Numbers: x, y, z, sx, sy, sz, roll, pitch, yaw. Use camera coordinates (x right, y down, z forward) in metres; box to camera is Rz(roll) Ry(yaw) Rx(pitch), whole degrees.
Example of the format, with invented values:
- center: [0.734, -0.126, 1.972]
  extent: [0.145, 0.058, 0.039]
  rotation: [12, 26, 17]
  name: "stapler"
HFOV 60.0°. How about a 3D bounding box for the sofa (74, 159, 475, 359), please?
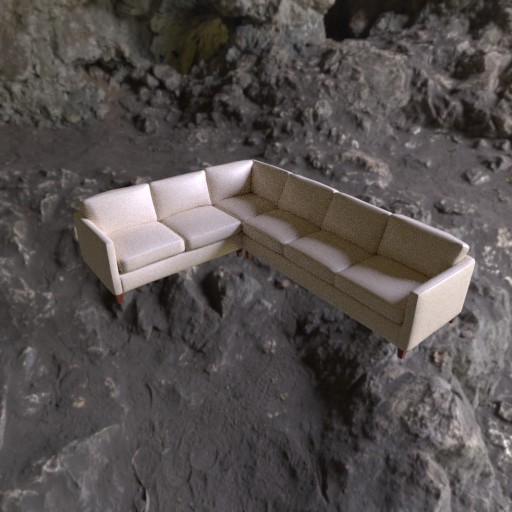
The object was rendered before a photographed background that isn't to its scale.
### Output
- center: [0.000, 0.000, 4.546]
  extent: [2.593, 0.947, 3.302]
  rotation: [-22, 36, -33]
  name: "sofa"
